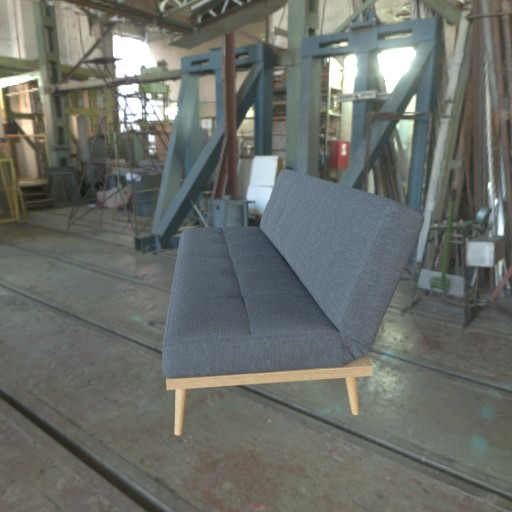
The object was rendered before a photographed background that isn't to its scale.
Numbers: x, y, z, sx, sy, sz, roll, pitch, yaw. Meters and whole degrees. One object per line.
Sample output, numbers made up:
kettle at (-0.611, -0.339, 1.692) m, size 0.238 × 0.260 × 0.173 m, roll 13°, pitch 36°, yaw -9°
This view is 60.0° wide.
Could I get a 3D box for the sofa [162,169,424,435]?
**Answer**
sofa at (0.000, 0.000, 2.237) m, size 0.820 × 0.770 × 1.820 m, roll -2°, pitch 14°, yaw -7°
